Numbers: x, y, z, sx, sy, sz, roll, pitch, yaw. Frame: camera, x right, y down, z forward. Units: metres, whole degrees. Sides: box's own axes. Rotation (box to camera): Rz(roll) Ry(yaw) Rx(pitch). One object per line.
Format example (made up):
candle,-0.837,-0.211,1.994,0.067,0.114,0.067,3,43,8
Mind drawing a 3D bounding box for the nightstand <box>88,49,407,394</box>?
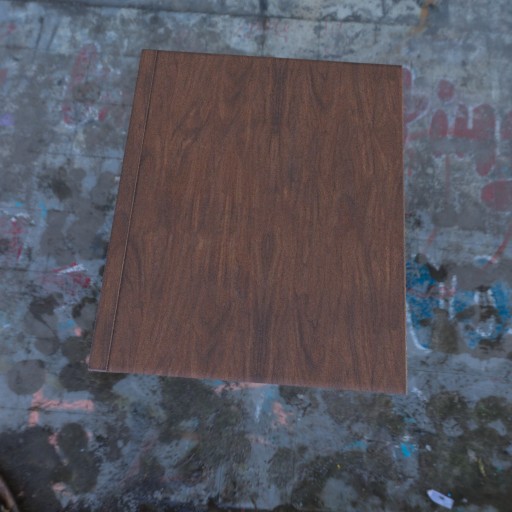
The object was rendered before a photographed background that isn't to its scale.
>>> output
nightstand,0.000,0.000,0.958,0.445,0.607,0.521,4,75,1
